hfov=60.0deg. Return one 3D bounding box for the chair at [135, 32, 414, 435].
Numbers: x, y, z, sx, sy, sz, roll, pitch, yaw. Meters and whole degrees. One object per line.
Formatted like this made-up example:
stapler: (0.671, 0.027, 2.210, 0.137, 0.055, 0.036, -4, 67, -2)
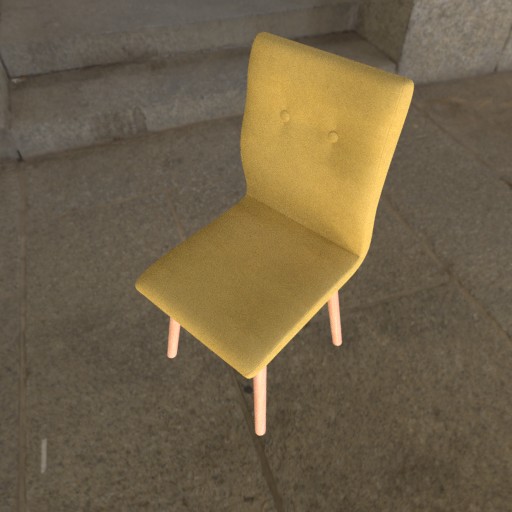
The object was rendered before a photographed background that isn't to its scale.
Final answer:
chair: (0.000, 0.000, 1.257, 0.450, 0.965, 0.550, 32, 54, 27)
